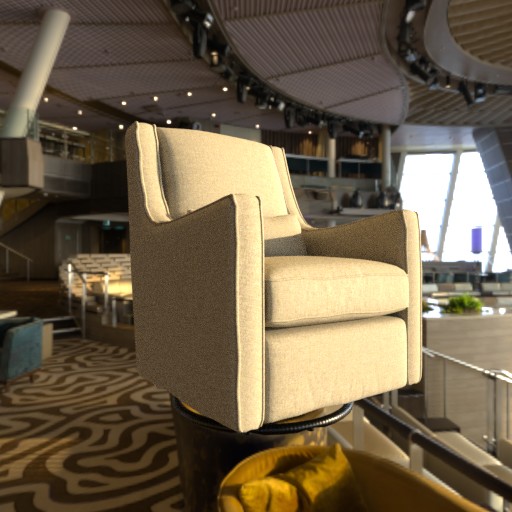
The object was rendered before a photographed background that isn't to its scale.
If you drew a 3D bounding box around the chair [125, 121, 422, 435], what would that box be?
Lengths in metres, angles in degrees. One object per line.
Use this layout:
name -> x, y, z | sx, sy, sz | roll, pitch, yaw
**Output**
chair -> 0.000, 0.000, 1.554 | 0.732, 0.993, 0.879 | 0, 0, -36
